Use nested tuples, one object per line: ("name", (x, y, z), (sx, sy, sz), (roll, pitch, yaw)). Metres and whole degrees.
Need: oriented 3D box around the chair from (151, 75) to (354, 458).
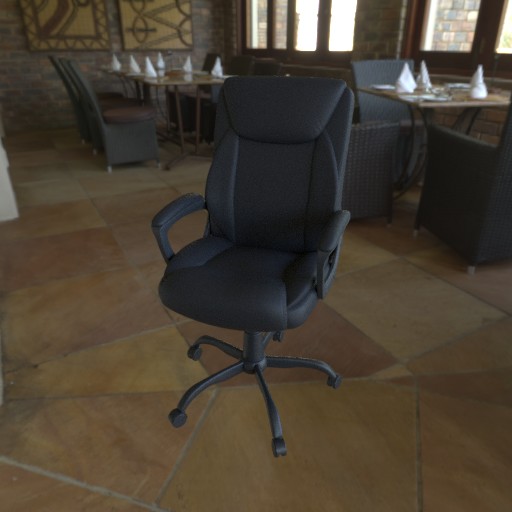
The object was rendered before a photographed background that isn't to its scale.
("chair", (0.000, 0.000, 1.463), (0.615, 1.072, 0.655), (9, 27, 18))
